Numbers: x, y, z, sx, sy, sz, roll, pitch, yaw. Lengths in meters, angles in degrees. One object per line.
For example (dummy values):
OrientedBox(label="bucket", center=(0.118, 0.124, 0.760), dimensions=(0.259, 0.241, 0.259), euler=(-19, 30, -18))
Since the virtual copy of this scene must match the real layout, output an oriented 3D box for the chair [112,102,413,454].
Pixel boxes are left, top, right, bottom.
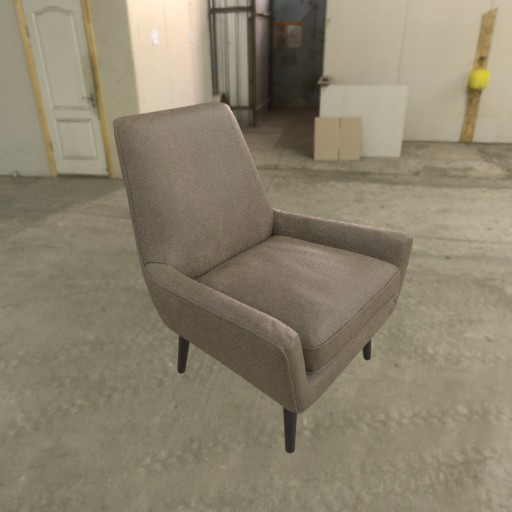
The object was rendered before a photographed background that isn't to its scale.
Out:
OrientedBox(label="chair", center=(0.000, 0.000, 1.485), dimensions=(0.824, 0.888, 0.787), euler=(19, 33, 33))
